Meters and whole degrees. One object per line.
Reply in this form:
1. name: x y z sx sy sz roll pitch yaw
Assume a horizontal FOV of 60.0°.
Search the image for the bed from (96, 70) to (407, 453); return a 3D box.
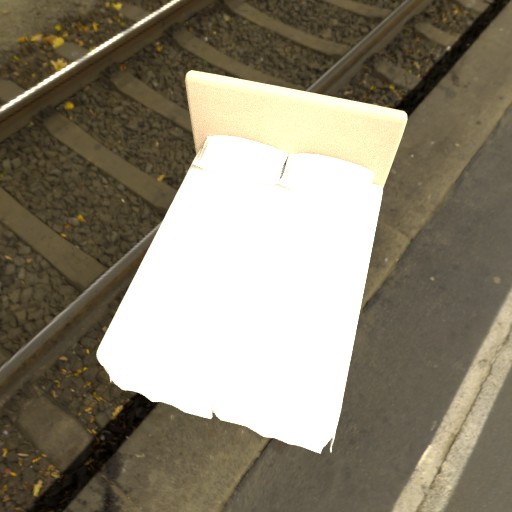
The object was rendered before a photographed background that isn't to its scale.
1. bed: 0.000 0.000 3.223 1.723 1.330 2.142 14 59 9
